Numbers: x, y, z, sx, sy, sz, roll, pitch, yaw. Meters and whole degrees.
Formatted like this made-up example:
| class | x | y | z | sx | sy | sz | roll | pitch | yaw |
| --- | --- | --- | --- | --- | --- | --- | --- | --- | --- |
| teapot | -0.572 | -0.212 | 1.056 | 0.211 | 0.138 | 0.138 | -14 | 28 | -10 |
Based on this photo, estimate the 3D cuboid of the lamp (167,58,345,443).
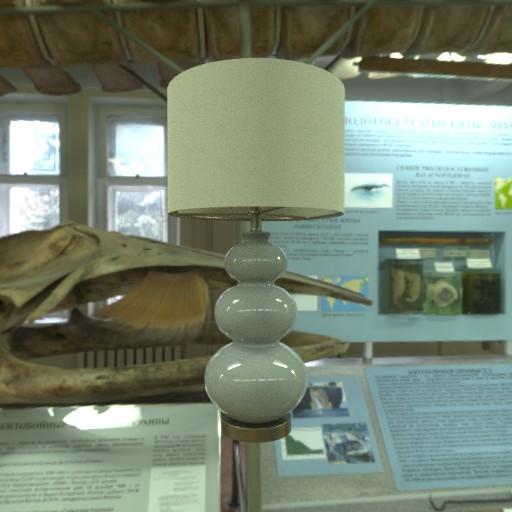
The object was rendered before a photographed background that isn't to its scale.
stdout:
| class | x | y | z | sx | sy | sz | roll | pitch | yaw |
| --- | --- | --- | --- | --- | --- | --- | --- | --- | --- |
| lamp | 0.000 | 0.000 | 0.938 | 0.367 | 0.730 | 0.367 | 0 | 1 | -37 |
